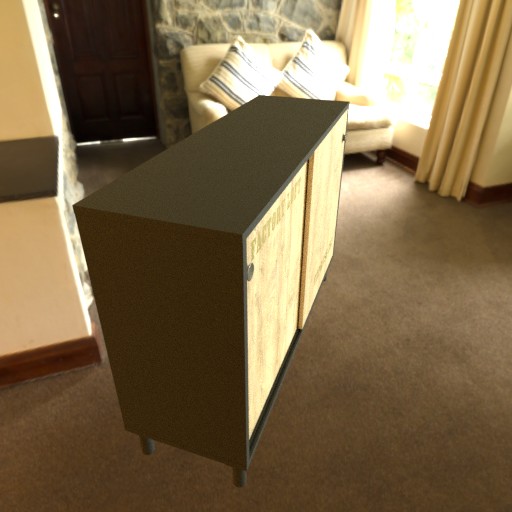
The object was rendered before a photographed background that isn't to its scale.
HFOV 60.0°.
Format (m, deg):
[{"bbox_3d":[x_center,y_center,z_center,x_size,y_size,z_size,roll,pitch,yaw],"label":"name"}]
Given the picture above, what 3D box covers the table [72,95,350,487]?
[{"bbox_3d":[0.000,0.000,1.588,0.400,0.855,1.200,11,33,17],"label":"table"}]
